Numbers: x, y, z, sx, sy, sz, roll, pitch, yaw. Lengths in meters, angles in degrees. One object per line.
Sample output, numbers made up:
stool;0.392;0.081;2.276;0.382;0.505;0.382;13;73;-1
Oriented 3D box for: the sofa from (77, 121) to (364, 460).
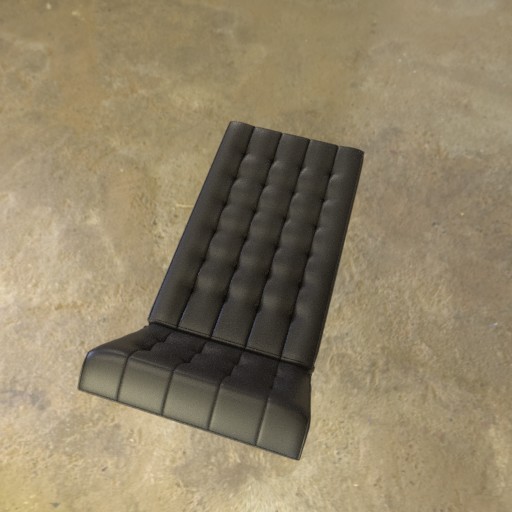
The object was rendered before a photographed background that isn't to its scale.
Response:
sofa;0.000;0.000;2.011;0.760;0.820;1.560;15;65;7
